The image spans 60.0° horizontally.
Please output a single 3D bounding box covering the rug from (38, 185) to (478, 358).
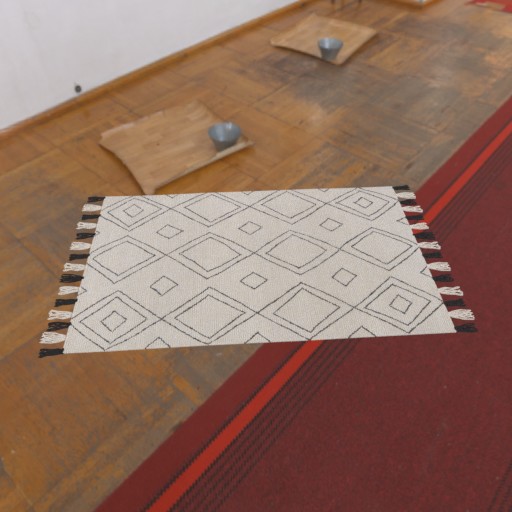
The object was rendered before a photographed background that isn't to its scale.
[{"bbox_3d":[0.000,0.000,3.234,2.755,0.021,1.524,-3,47,-2],"label":"rug"}]
